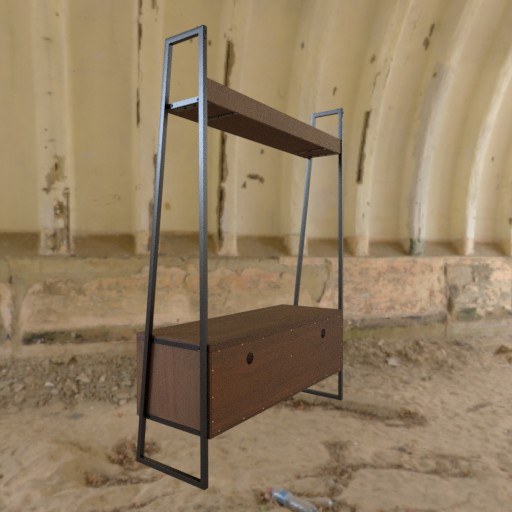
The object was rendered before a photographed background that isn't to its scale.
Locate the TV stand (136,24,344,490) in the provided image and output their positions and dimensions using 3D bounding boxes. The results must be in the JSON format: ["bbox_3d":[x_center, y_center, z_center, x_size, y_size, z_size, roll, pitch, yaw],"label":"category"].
[{"bbox_3d":[0.000,0.000,2.307,0.432,1.772,1.250,1,1,36],"label":"TV stand"}]
